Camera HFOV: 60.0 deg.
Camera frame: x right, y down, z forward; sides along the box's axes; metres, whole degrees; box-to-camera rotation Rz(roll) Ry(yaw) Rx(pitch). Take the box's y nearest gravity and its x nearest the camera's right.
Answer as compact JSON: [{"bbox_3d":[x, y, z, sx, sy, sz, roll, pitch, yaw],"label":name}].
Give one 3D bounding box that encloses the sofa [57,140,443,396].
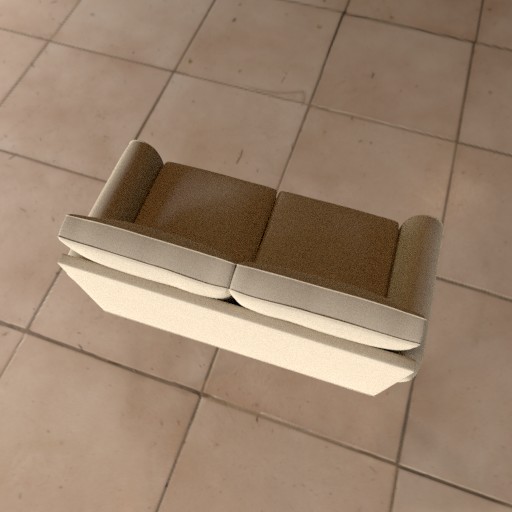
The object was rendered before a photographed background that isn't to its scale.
[{"bbox_3d":[0.000,0.000,2.315,1.774,0.933,0.861,16,66,7],"label":"sofa"}]
